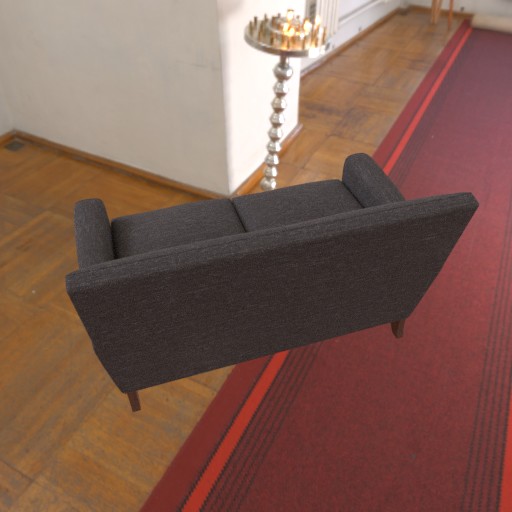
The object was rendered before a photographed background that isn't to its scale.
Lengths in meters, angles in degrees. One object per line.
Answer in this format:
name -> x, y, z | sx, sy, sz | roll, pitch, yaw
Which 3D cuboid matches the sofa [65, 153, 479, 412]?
sofa -> 0.000, 0.000, 2.039 | 1.509, 0.905, 0.867 | -12, 44, -13
